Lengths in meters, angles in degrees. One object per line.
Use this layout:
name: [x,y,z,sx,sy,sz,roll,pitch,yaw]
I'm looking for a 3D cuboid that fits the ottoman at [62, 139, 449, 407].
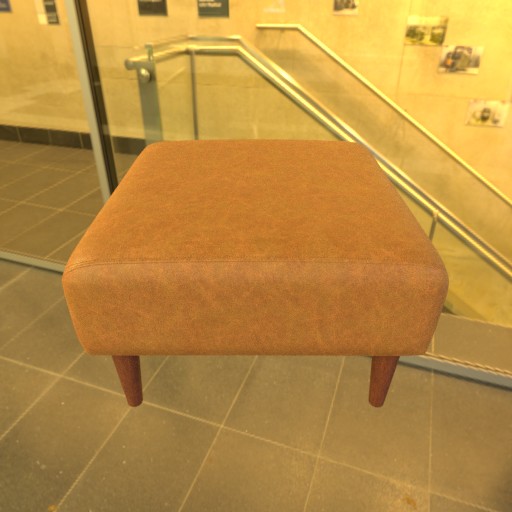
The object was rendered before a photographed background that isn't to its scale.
ottoman: [0.000,0.000,1.049,0.650,0.399,0.650,0,32,0]
